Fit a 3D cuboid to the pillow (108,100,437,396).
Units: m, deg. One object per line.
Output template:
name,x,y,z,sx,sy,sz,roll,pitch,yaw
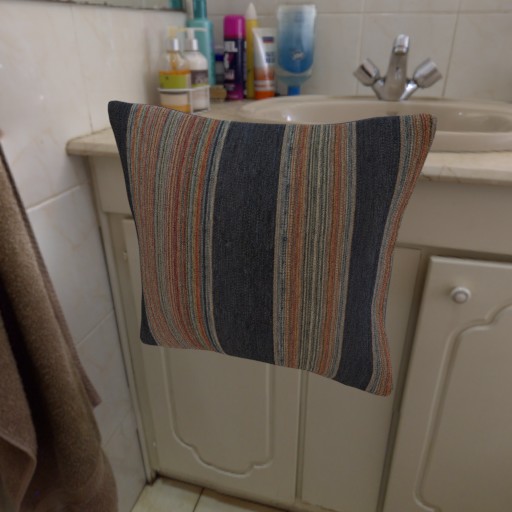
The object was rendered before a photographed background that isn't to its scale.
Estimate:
pillow,0.000,0.000,0.646,0.437,0.419,0.136,8,27,16
